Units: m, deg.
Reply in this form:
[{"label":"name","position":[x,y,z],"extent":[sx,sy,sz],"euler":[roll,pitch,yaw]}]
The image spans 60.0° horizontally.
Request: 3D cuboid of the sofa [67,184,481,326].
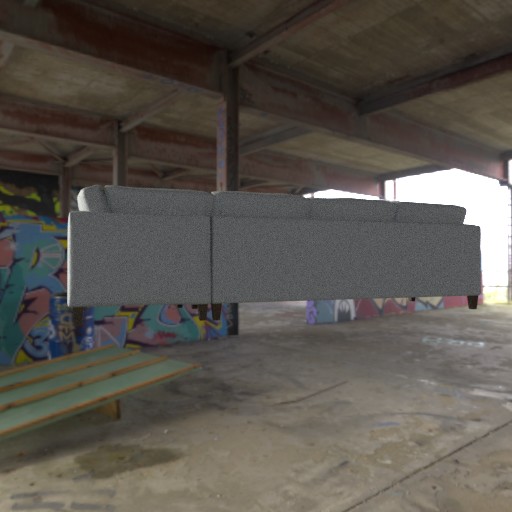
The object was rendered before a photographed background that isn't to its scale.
[{"label":"sofa","position":[0.000,0.000,4.444],"extent":[3.333,0.934,2.522],"euler":[0,-1,-19]}]
